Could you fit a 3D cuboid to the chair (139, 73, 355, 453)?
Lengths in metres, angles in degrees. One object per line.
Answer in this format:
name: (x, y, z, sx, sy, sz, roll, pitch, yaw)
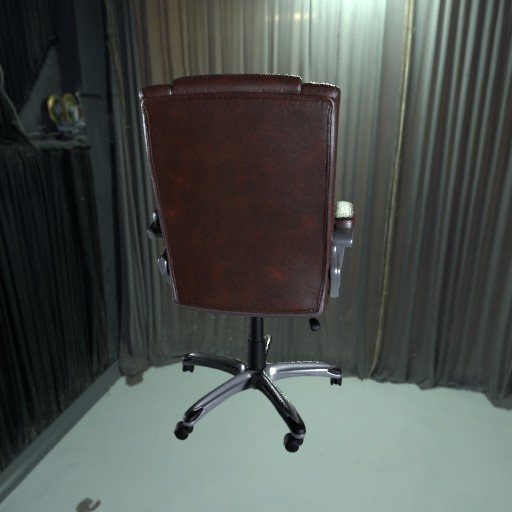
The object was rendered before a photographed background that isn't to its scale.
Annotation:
chair: (0.000, 0.000, 1.537, 0.656, 1.128, 0.692, 3, 18, 9)
